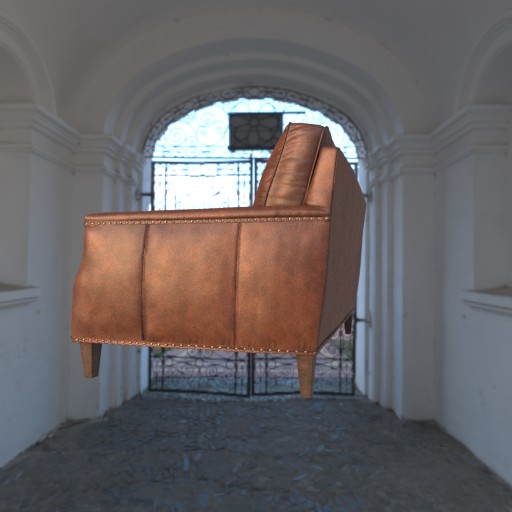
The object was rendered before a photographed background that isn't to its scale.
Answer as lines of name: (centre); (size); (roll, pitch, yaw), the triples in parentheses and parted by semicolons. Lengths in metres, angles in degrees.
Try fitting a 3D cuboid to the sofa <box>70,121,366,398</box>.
sofa: (0.000, 0.000, 2.358); (1.083, 1.003, 1.628); (0, -1, 17)
